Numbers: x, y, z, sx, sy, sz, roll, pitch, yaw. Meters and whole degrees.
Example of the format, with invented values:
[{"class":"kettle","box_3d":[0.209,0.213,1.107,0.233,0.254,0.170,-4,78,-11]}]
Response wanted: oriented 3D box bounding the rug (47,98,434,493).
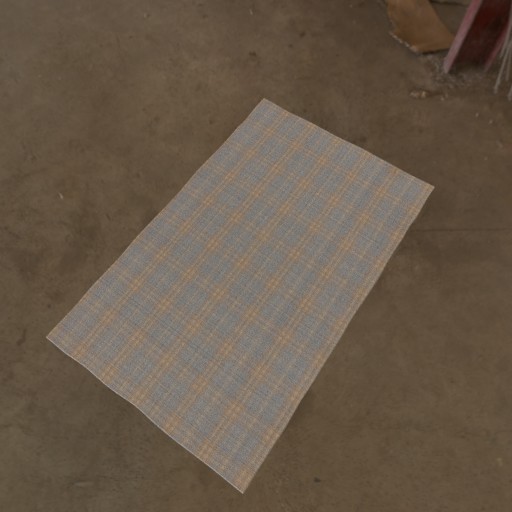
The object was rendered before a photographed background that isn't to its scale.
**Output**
[{"class":"rug","box_3d":[0.000,0.000,3.052,1.545,0.016,2.460,32,69,14]}]
